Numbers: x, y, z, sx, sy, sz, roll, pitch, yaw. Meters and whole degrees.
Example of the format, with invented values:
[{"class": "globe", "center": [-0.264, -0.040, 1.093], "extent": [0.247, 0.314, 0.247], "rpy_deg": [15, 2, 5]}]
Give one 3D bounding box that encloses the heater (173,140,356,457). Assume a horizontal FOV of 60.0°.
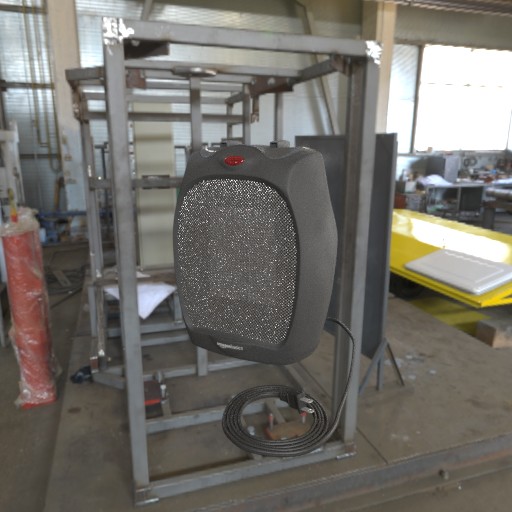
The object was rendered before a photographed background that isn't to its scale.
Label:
[{"class": "heater", "center": [0.000, 0.000, 0.473], "extent": [0.239, 0.240, 0.291], "rpy_deg": [7, 16, 26]}]
